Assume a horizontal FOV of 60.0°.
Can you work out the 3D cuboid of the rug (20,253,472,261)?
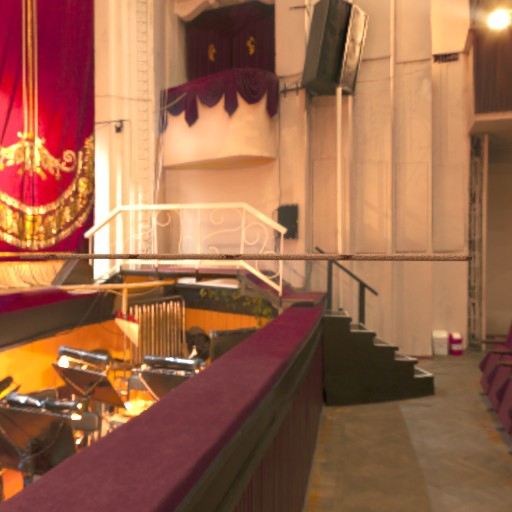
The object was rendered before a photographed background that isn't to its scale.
[{"bbox_3d":[0.000,0.000,3.345,2.743,0.030,1.778,0,0,19],"label":"rug"}]
